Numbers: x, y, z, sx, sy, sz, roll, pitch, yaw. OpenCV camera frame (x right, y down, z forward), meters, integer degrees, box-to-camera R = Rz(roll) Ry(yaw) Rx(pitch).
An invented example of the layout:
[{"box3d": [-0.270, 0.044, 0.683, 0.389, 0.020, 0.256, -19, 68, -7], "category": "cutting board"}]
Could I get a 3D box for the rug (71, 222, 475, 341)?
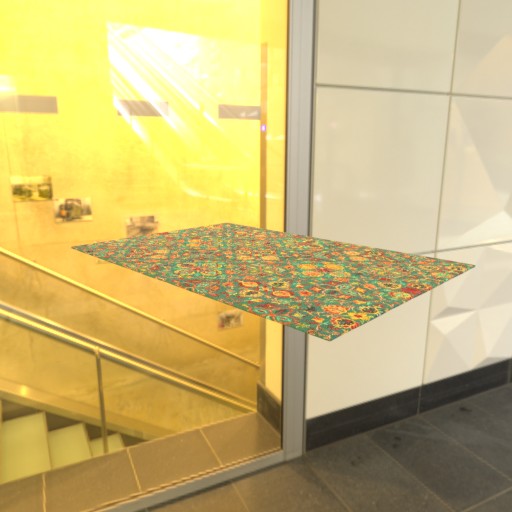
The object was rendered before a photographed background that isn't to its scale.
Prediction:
[{"box3d": [0.000, 0.000, 2.974, 2.290, 0.016, 1.527, 13, 19, 43], "category": "rug"}]
